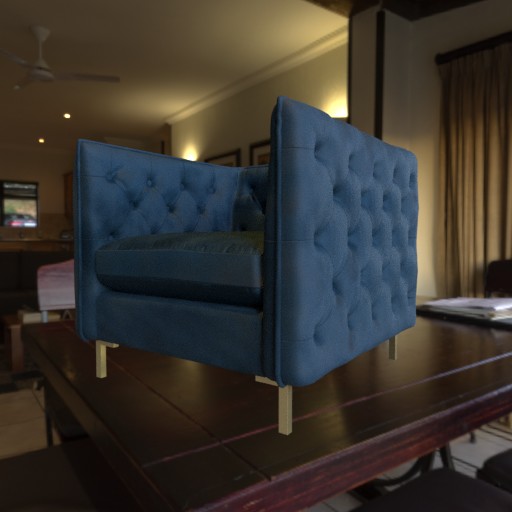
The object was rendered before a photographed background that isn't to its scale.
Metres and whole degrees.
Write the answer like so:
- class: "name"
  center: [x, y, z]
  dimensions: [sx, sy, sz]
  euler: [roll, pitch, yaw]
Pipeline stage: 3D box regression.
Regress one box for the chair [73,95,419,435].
- class: "chair"
  center: [0.000, 0.000, 1.515]
  dimensions: [0.868, 0.771, 0.877]
  euler: [2, 3, 36]
